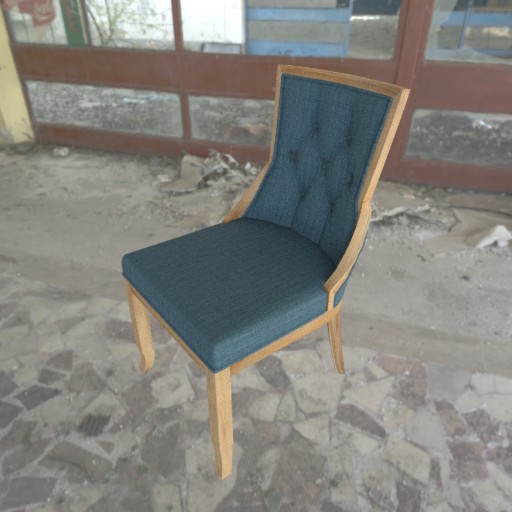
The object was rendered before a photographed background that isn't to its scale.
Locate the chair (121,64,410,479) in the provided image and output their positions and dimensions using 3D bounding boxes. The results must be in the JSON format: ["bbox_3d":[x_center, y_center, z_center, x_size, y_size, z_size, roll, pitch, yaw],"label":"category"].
[{"bbox_3d":[0.000,0.000,1.305,0.641,0.947,0.524,-22,38,-31],"label":"chair"}]
